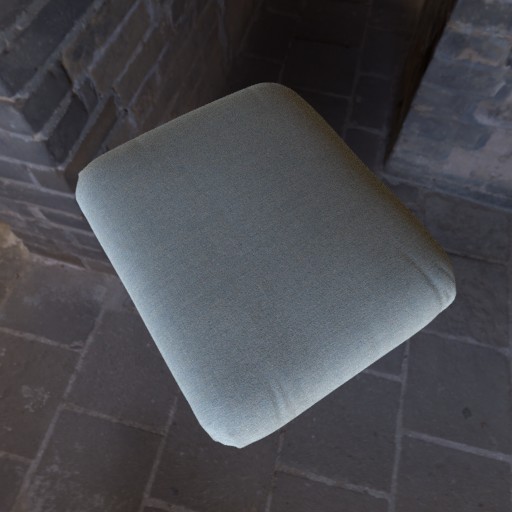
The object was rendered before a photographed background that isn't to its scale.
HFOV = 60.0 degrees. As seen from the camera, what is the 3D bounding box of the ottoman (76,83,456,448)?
[{"bbox_3d":[0.000,0.000,1.116,0.622,0.450,0.747,-30,67,-14],"label":"ottoman"}]
